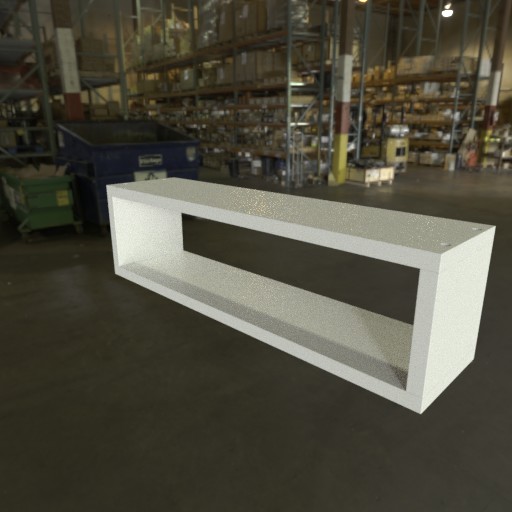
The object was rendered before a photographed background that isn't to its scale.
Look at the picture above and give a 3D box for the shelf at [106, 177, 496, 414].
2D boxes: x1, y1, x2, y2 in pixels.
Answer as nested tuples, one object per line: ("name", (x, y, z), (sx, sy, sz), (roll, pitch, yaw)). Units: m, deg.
("shelf", (0.000, 0.000, 0.677), (0.610, 0.170, 0.150), (16, 24, 42))
